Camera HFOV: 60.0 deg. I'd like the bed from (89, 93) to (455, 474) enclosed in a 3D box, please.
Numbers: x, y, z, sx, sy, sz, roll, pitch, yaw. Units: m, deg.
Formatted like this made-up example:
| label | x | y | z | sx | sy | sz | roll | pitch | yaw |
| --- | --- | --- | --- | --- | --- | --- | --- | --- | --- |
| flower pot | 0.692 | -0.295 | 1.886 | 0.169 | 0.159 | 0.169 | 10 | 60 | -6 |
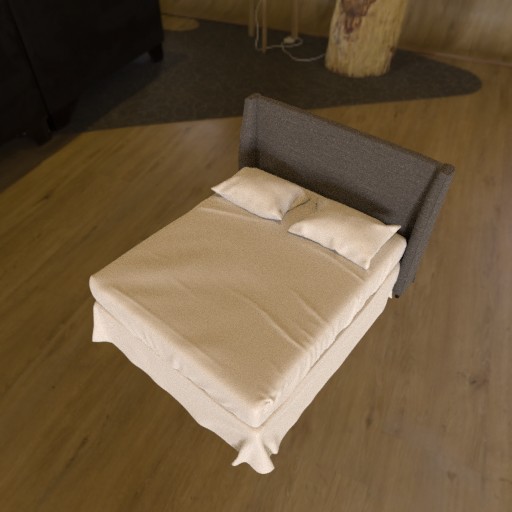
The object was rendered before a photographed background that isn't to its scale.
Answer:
| label | x | y | z | sx | sy | sz | roll | pitch | yaw |
| --- | --- | --- | --- | --- | --- | --- | --- | --- | --- |
| bed | 0.000 | 0.000 | 3.464 | 1.925 | 1.332 | 2.276 | 30 | 52 | 27 |
